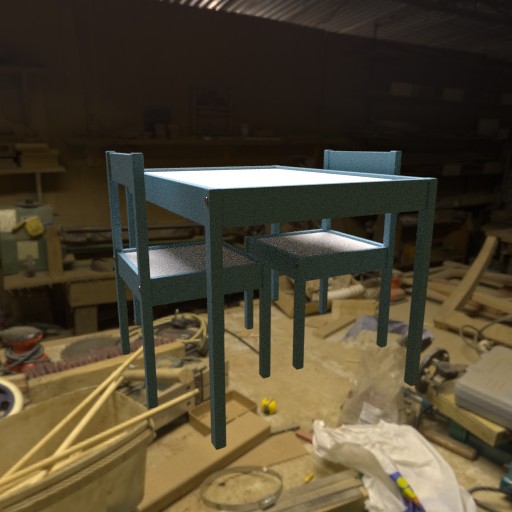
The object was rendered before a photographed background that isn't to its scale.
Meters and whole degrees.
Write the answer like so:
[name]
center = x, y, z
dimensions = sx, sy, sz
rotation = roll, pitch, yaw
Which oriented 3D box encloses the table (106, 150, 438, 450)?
[table]
center = 0.000, 0.000, 1.093
dimensions = 0.633, 0.503, 0.639
rotation = -7, 16, -26
